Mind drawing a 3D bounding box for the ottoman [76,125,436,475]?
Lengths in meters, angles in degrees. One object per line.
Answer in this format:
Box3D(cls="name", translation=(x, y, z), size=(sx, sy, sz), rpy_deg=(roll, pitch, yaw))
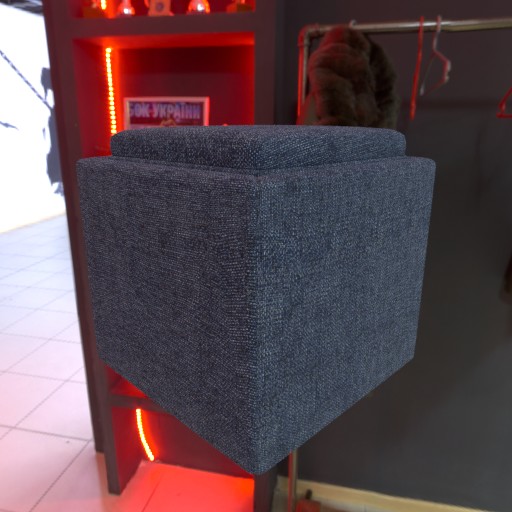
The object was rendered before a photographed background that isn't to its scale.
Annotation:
Box3D(cls="ottoman", translation=(0.000, 0.000, 0.813), size=(0.450, 0.460, 0.450), rpy_deg=(16, 23, 43))
